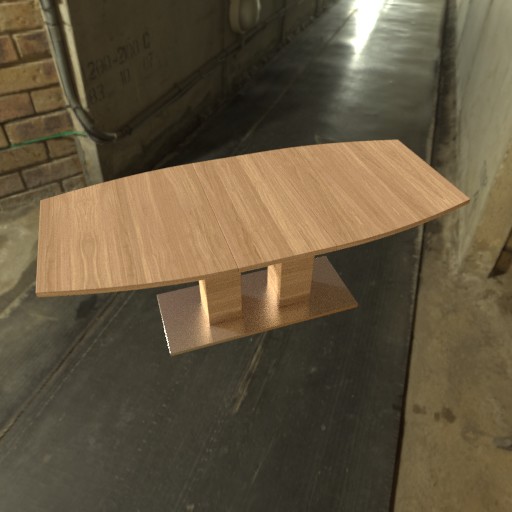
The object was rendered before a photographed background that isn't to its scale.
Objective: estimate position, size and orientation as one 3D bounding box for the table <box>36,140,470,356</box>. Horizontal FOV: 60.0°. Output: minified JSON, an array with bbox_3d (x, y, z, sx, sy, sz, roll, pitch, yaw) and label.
[{"bbox_3d":[0.000,0.000,2.453,2.032,0.750,0.900,-12,43,-14],"label":"table"}]
